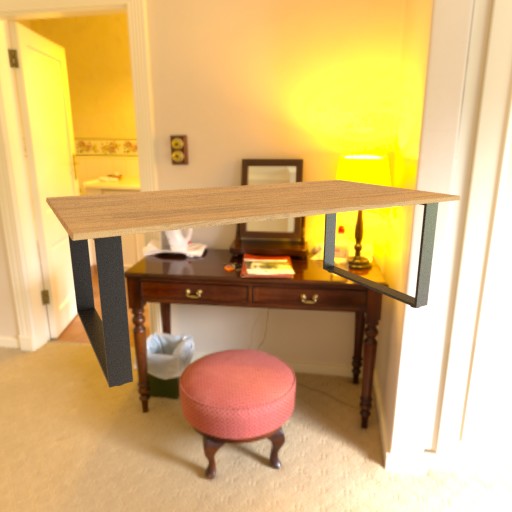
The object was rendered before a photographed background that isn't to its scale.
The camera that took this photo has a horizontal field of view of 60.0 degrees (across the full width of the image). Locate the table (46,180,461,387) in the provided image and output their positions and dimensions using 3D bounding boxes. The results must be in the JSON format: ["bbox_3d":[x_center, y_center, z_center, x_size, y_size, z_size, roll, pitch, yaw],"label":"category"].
[{"bbox_3d":[0.000,0.000,1.658,1.331,0.445,0.693,-8,17,-28],"label":"table"}]
